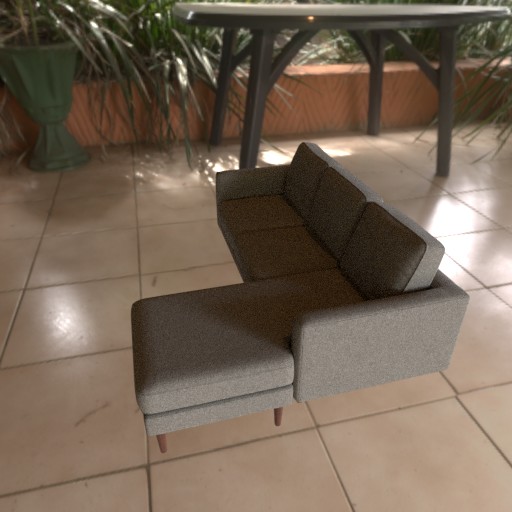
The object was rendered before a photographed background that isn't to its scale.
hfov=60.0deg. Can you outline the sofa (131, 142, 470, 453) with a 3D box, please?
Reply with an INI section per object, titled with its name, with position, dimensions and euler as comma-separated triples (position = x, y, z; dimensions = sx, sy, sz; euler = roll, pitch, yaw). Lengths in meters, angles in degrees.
[sofa]
position = 0.000, 0.000, 2.967
dimensions = 1.667, 0.957, 2.055
euler = -8, 32, -13
